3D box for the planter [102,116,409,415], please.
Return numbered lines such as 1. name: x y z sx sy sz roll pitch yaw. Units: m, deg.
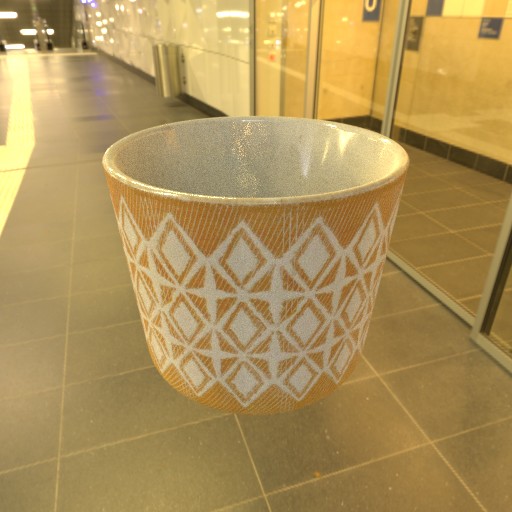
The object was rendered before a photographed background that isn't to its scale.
1. planter: 0.000 0.000 0.330 0.193 0.165 0.193 0 29 0
